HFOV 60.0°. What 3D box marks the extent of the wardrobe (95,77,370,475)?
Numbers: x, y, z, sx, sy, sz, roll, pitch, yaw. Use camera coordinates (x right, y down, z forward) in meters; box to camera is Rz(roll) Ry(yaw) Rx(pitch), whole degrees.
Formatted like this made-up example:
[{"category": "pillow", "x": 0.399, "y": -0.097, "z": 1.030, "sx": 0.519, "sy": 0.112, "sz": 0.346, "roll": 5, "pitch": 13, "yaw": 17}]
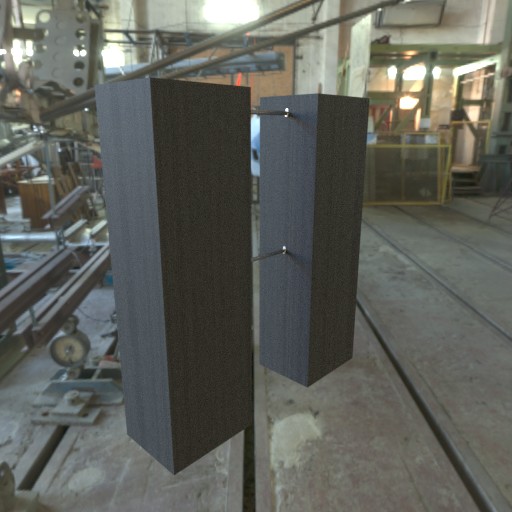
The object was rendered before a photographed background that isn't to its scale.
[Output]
[{"category": "wardrobe", "x": 0.000, "y": 0.000, "z": 2.886, "sx": 0.480, "sy": 2.000, "sz": 1.770, "roll": 15, "pitch": 22, "yaw": 42}]
